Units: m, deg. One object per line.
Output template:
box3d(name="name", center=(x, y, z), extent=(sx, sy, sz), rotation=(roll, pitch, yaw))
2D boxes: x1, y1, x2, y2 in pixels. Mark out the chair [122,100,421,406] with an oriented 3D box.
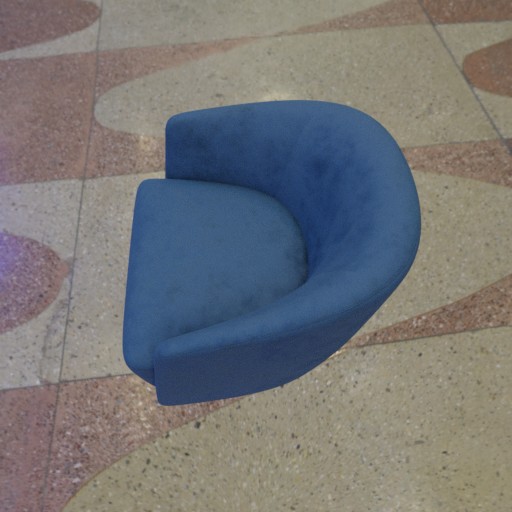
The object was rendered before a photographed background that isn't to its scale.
box3d(name="chair", center=(0.000, 0.000, 1.335), extent=(0.767, 0.698, 0.773), rotation=(-4, 57, -2))
